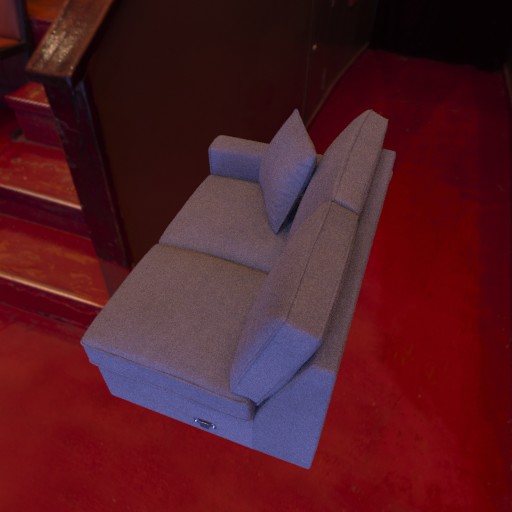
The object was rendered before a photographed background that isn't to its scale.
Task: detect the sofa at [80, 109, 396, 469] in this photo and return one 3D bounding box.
[{"bbox_3d":[0.000,0.000,2.040,0.991,0.989,1.388,15,48,14],"label":"sofa"}]
